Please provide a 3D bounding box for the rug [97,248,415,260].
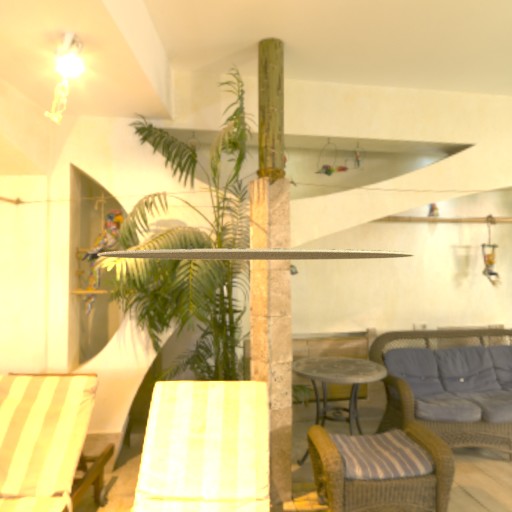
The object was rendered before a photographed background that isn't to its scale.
[{"bbox_3d":[0.000,0.000,2.362,1.593,0.012,1.593,0,-2,0],"label":"rug"}]
